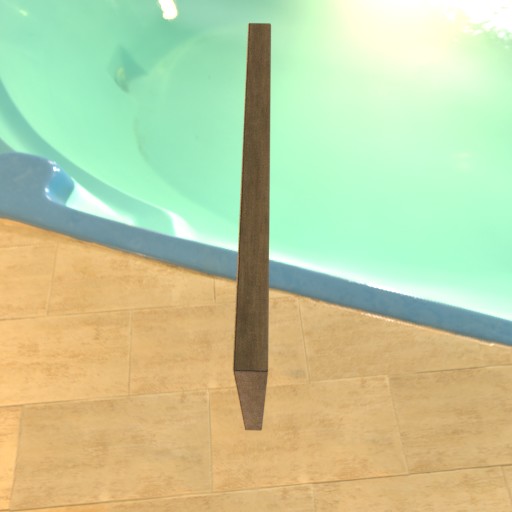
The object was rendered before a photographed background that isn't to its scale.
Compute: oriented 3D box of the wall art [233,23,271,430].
[{"bbox_3d":[0.000,0.000,1.121,0.050,0.751,0.749,1,63,1],"label":"wall art"}]
